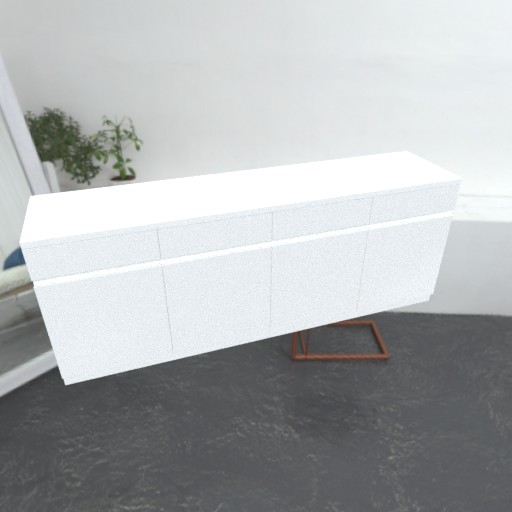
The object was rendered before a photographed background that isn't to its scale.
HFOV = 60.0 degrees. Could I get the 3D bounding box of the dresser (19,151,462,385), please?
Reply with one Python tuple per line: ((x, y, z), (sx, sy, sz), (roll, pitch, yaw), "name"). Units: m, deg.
((0.000, 0.000, 2.522), (2.200, 0.840, 0.500), (-10, 32, -16), "dresser")
